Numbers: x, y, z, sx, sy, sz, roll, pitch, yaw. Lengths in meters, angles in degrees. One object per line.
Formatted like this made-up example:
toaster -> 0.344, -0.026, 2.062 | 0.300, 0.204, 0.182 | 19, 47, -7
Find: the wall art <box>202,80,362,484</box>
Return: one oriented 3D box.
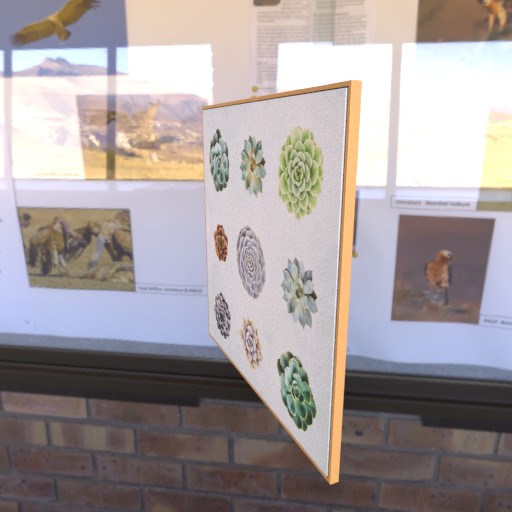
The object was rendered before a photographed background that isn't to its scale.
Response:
wall art -> 0.000, 0.000, 0.675 | 0.013, 0.455, 0.457 | -7, 17, -23
